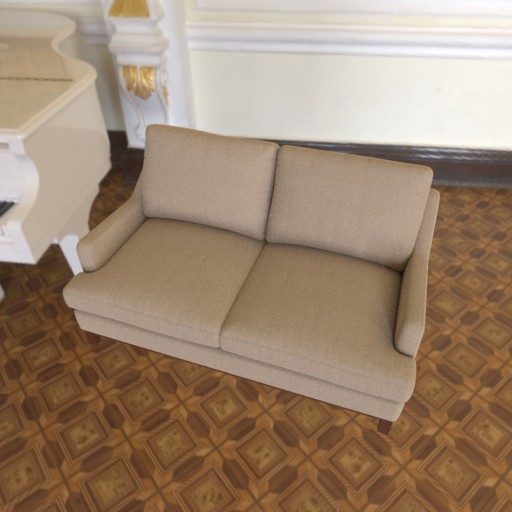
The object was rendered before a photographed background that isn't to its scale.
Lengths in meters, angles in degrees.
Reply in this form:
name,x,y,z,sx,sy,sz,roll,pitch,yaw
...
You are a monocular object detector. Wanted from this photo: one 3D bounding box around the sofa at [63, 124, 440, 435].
name,x,y,z,sx,sy,sz,roll,pitch,yaw
sofa,0.000,0.000,2.196,1.619,0.910,1.004,13,42,15
